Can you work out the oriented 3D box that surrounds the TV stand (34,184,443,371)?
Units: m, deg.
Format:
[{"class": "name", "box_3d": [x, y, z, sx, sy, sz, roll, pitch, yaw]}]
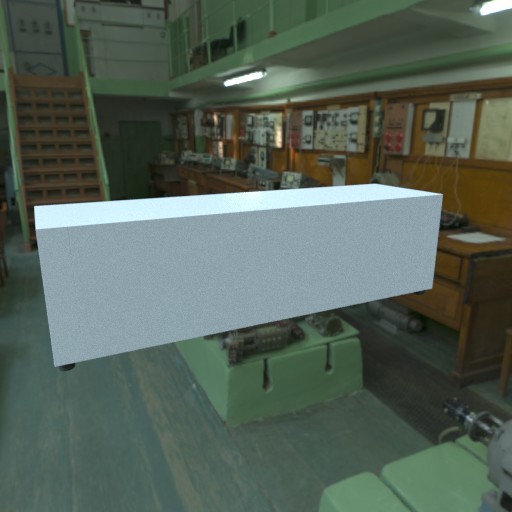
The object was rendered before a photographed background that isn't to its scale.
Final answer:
[{"class": "TV stand", "box_3d": [0.000, 0.000, 1.728, 1.500, 0.440, 0.410, -8, 18, -25]}]
